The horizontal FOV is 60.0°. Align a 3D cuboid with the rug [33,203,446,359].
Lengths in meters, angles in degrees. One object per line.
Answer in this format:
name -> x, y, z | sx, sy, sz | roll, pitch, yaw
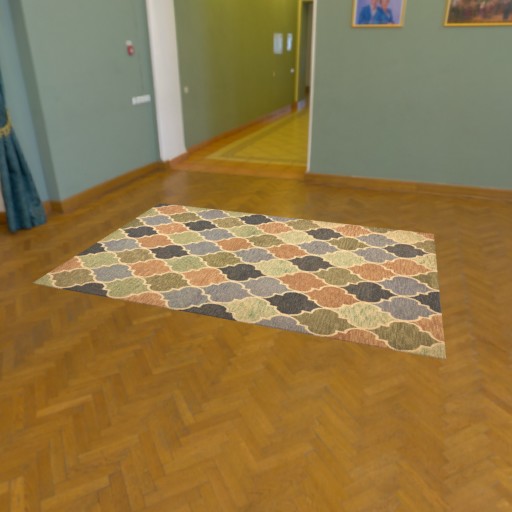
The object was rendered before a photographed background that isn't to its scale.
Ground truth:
rug -> 0.000, 0.000, 2.369 | 1.828, 0.006, 1.216 | 8, 27, 16
